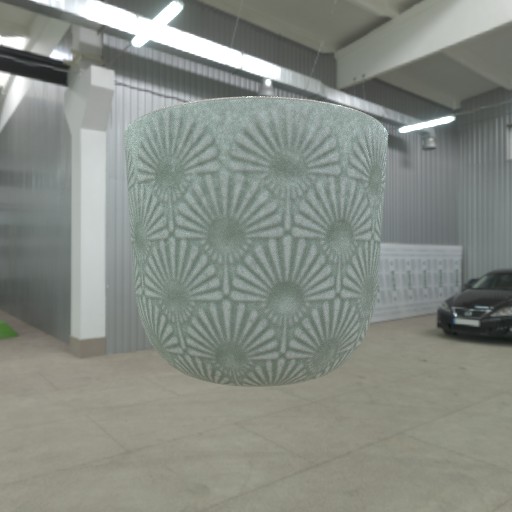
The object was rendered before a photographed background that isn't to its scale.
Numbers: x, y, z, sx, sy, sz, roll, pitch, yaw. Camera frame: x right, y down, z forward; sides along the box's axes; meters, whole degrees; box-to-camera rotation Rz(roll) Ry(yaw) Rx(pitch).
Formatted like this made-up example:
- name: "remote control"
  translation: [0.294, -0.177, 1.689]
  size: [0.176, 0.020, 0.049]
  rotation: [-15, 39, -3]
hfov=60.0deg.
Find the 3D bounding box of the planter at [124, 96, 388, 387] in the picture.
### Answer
- name: "planter"
  translation: [0.000, 0.000, 0.296]
  size: [0.170, 0.152, 0.170]
  rotation: [0, -1, 0]
